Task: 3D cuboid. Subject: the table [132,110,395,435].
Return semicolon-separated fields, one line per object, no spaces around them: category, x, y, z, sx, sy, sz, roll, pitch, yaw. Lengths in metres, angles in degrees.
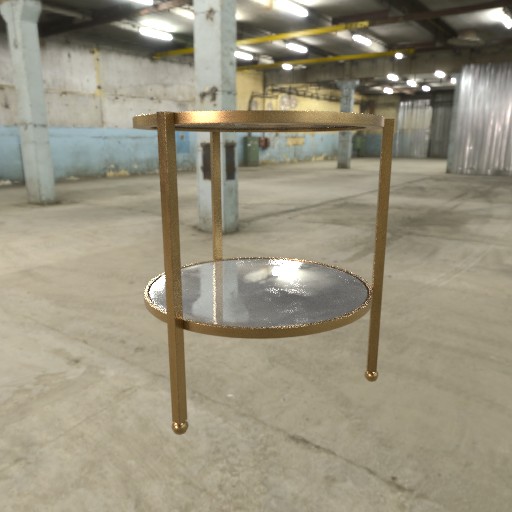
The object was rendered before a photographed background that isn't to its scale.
table;0.000;0.000;0.458;0.231;0.269;0.243;-7;15;-24
